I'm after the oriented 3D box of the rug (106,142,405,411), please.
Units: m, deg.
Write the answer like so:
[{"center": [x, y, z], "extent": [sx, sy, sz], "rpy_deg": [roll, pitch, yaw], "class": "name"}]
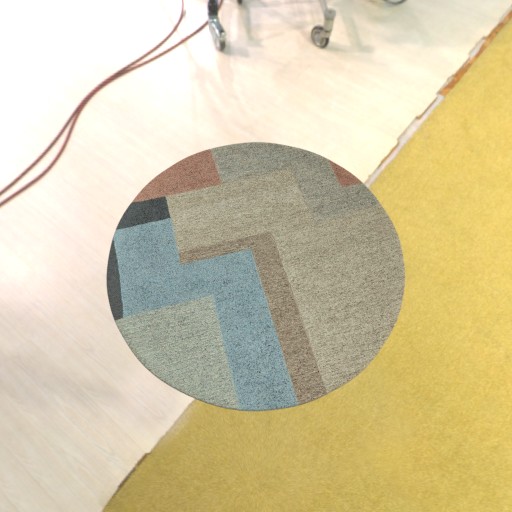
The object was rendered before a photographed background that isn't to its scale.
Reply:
[{"center": [0.000, 0.000, 3.689], "extent": [2.461, 0.033, 2.461], "rpy_deg": [0, 63, 0], "class": "rug"}]
